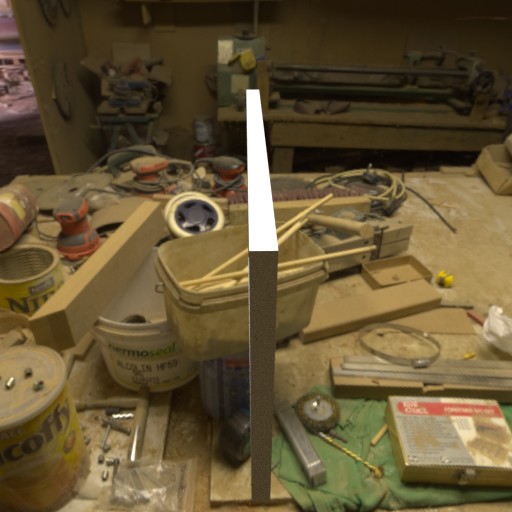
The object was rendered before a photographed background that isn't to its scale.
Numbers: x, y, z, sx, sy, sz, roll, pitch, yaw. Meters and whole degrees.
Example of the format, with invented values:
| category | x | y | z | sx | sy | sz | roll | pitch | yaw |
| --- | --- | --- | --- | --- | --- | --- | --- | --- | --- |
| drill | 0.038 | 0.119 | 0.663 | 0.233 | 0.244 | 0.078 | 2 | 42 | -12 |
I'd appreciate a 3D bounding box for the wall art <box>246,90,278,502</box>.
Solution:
| category | x | y | z | sx | sy | sz | roll | pitch | yaw |
| --- | --- | --- | --- | --- | --- | --- | --- | --- | --- |
| wall art | 0.000 | 0.000 | 1.127 | 0.038 | 0.609 | 0.914 | -1 | 33 | -1 |
